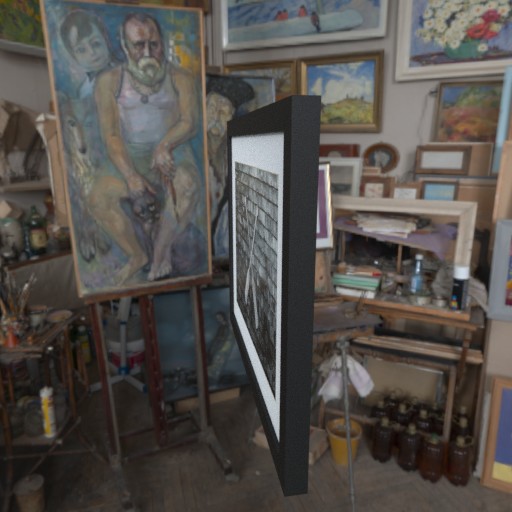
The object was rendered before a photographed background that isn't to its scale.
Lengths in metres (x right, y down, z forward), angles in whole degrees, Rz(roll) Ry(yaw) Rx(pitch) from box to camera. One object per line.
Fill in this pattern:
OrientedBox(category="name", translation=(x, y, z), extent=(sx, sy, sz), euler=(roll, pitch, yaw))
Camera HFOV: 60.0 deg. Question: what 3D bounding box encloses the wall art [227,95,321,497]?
OrientedBox(category="wall art", translation=(0.000, 0.000, 0.745), extent=(0.029, 0.457, 0.558), euler=(-3, 15, -10))
